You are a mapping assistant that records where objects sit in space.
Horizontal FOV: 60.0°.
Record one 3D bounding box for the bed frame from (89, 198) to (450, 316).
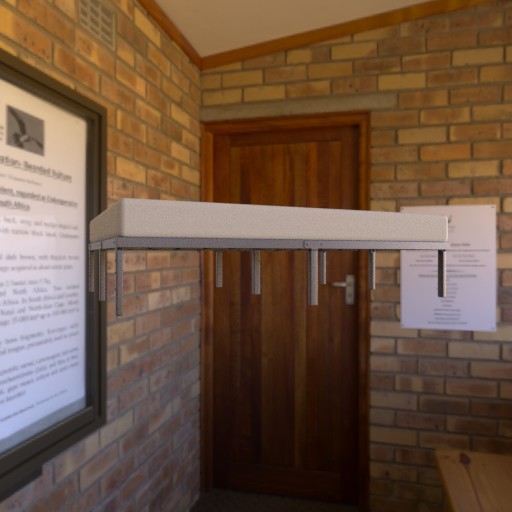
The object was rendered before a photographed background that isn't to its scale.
[{"bbox_3d":[0.000,0.000,3.922,2.842,0.680,2.205,0,0,-18],"label":"bed frame"}]
